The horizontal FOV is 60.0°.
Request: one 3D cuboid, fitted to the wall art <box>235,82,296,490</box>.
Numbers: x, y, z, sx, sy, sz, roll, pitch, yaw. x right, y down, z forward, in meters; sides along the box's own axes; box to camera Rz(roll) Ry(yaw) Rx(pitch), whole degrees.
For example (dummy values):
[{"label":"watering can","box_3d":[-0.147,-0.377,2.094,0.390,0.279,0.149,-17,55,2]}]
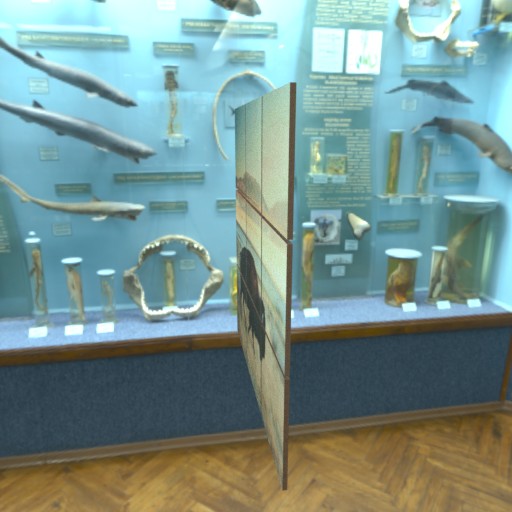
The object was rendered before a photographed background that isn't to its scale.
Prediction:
[{"label":"wall art","box_3d":[0.000,0.000,1.361,0.018,0.904,0.906,-2,16,-9]}]
